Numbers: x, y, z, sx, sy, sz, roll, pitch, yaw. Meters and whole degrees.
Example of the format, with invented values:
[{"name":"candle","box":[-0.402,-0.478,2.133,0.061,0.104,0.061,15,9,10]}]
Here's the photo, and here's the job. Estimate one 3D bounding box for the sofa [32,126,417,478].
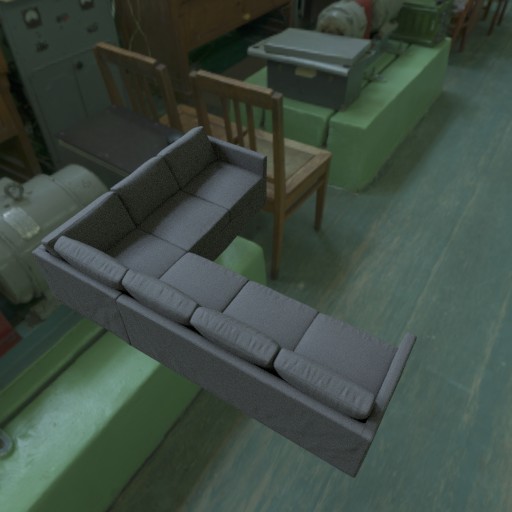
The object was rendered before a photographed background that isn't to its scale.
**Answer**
[{"name":"sofa","box":[0.000,0.000,4.207,3.182,0.871,2.432,24,50,21]}]
